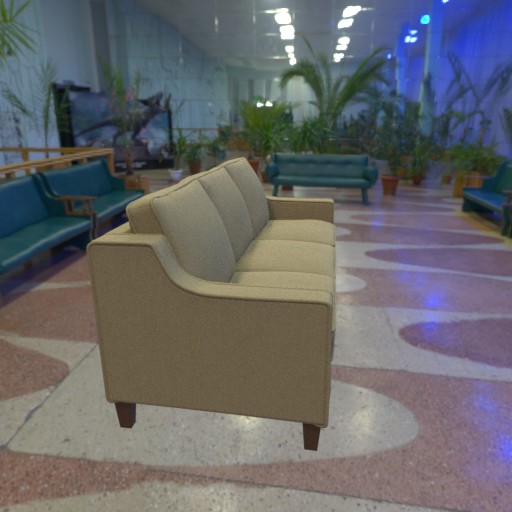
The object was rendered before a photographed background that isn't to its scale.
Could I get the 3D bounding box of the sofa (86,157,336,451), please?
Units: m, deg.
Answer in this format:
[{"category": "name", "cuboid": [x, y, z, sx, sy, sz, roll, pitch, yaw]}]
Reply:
[{"category": "sofa", "cuboid": [0.000, 0.000, 2.556, 0.911, 0.974, 1.986, 3, 18, 9]}]
